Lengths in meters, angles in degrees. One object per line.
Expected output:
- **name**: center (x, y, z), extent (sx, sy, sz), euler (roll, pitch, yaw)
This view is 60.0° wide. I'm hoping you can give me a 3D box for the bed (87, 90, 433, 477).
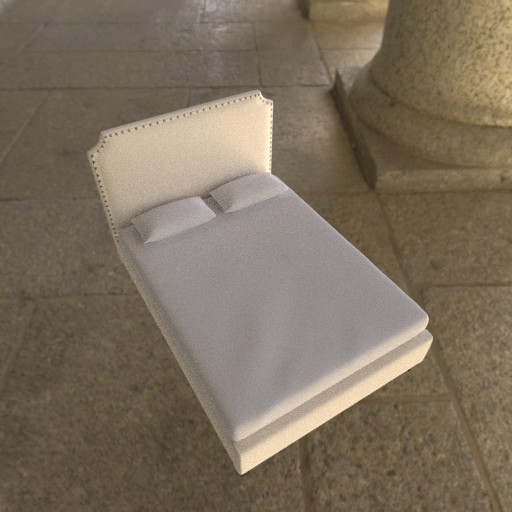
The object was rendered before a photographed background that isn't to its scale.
- **bed**: center (0.000, 0.000, 3.505), extent (1.712, 1.497, 2.372), euler (-23, 50, -21)
